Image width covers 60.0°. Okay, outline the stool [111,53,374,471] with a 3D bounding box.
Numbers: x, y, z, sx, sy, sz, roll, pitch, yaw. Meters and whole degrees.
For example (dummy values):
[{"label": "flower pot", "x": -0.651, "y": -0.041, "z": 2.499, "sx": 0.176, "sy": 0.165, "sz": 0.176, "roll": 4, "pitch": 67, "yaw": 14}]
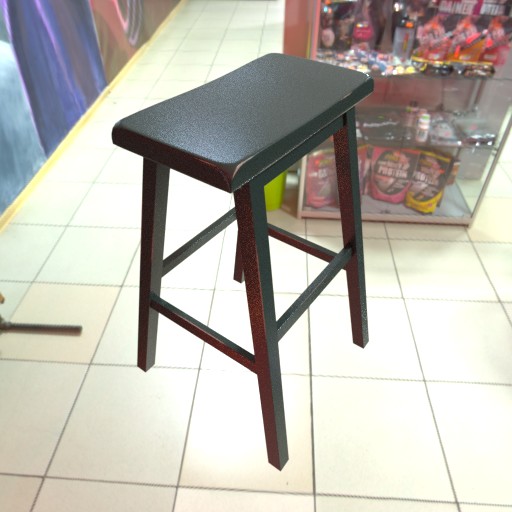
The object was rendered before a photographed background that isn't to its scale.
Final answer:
[{"label": "stool", "x": 0.000, "y": 0.000, "z": 1.008, "sx": 0.476, "sy": 0.737, "sz": 0.457, "roll": 26, "pitch": 48, "yaw": 26}]
